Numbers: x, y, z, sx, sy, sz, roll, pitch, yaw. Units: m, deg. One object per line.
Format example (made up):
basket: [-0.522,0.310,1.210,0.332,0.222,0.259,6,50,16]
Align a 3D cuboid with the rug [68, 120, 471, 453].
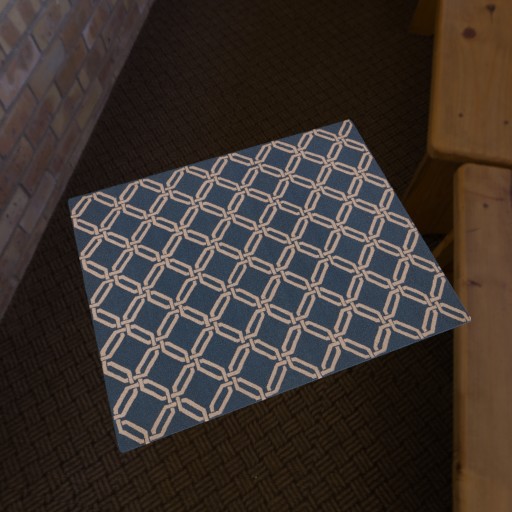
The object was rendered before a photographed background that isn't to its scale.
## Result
rug: [0.000,0.000,3.812,2.867,0.020,2.277,-18,65,-9]
